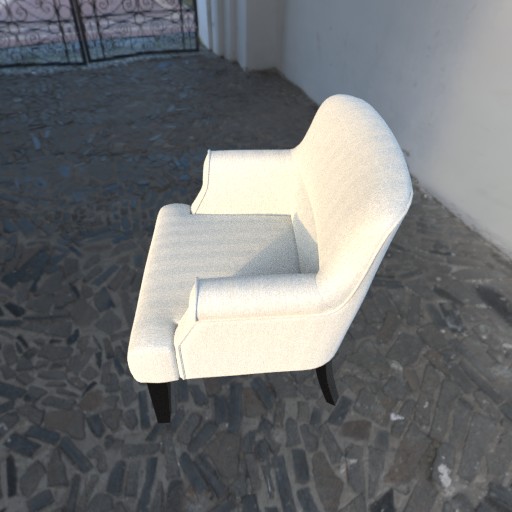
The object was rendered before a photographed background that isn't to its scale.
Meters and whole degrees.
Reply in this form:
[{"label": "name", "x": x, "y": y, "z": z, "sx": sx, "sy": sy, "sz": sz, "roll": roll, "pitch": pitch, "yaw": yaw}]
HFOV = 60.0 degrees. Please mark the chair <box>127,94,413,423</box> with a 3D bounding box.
[{"label": "chair", "x": 0.000, "y": 0.000, "z": 1.462, "sx": 0.750, "sy": 0.875, "sz": 0.781, "roll": -1, "pitch": 41, "yaw": -2}]
